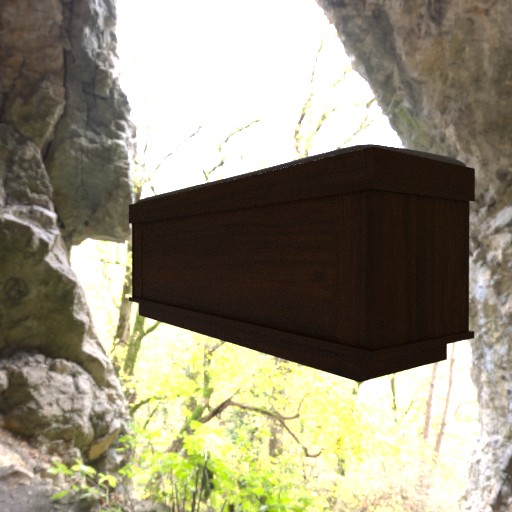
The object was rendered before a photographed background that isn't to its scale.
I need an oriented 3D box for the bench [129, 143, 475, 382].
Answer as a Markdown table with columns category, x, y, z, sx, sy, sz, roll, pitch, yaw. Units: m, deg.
| category | x | y | z | sx | sy | sz | roll | pitch | yaw |
| --- | --- | --- | --- | --- | --- | --- | --- | --- | --- |
| bench | 0.000 | 0.000 | 1.374 | 0.367 | 0.468 | 1.196 | 0 | 1 | -36 |
